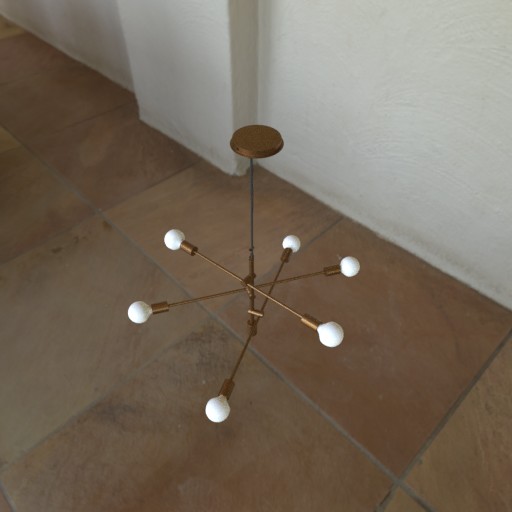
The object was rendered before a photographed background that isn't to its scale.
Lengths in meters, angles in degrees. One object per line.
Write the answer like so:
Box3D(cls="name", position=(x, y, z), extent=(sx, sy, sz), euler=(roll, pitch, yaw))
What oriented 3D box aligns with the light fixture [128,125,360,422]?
Box3D(cls="light fixture", position=(0.000, 0.000, 1.252), extent=(0.682, 0.744, 0.637), euler=(-32, 54, -27))
